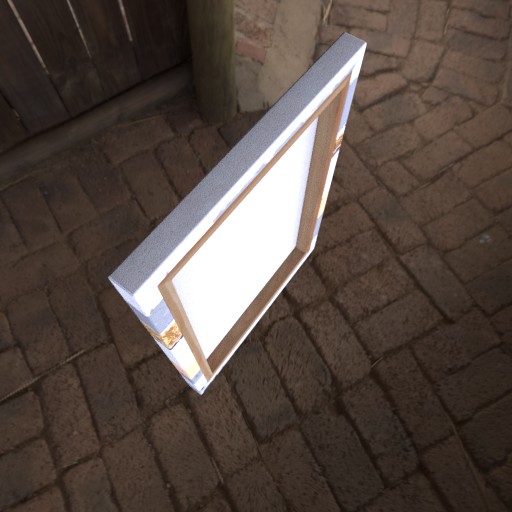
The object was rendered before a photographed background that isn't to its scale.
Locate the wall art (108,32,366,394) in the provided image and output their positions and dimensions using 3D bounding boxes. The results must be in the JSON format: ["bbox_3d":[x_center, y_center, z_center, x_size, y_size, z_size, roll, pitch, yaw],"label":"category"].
[{"bbox_3d":[0.000,0.000,0.795,0.038,0.609,0.456,34,68,15],"label":"wall art"}]
